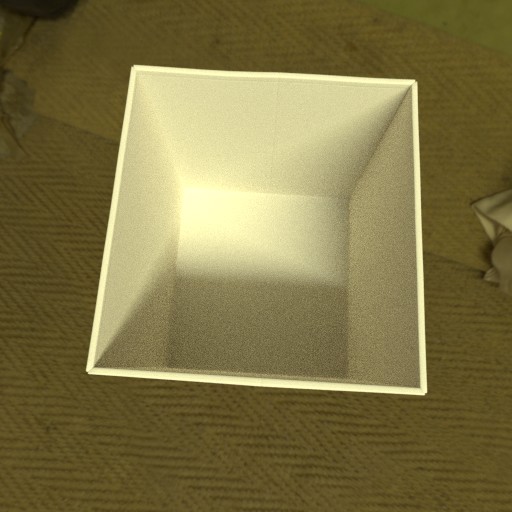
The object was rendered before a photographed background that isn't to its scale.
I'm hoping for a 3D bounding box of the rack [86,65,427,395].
[{"bbox_3d":[0.000,0.000,0.492,0.270,0.280,0.270,3,76,1],"label":"rack"}]
